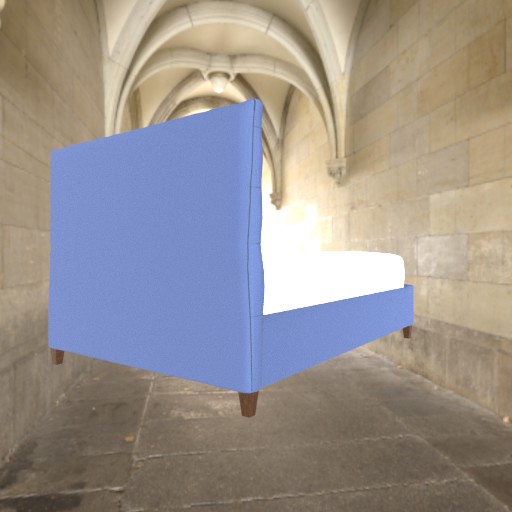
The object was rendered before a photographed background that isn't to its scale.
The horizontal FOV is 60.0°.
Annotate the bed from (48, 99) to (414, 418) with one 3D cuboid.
[{"bbox_3d":[0.000,0.000,3.394,1.706,1.427,2.387,0,0,36],"label":"bed"}]
